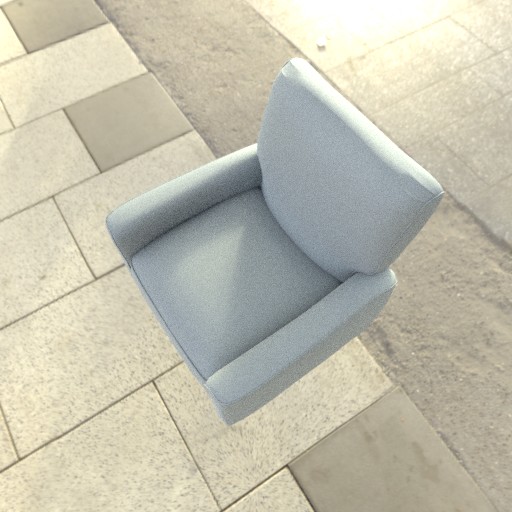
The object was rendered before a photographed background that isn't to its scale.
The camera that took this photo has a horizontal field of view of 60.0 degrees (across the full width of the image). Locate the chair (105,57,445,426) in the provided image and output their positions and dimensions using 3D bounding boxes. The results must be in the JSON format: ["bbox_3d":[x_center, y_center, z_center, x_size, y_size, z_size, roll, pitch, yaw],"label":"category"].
[{"bbox_3d":[0.000,0.000,1.654,0.846,1.007,0.853,-32,67,-15],"label":"chair"}]
